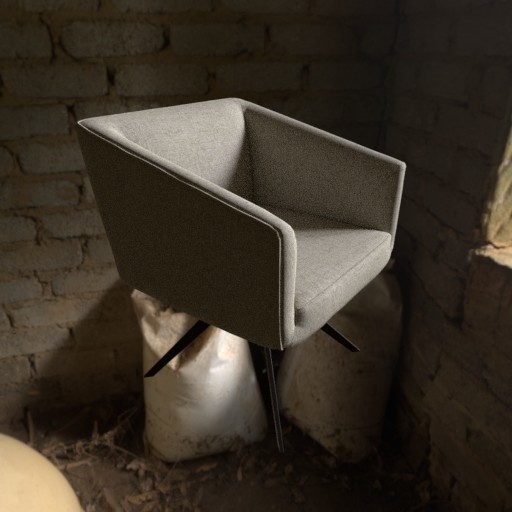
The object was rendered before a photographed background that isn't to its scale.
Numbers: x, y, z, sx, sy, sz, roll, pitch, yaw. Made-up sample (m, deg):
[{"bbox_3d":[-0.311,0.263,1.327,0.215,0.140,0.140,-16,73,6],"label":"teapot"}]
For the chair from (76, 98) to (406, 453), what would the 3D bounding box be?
[{"bbox_3d":[0.000,0.000,1.255,0.623,0.760,0.628,18,31,33],"label":"chair"}]
